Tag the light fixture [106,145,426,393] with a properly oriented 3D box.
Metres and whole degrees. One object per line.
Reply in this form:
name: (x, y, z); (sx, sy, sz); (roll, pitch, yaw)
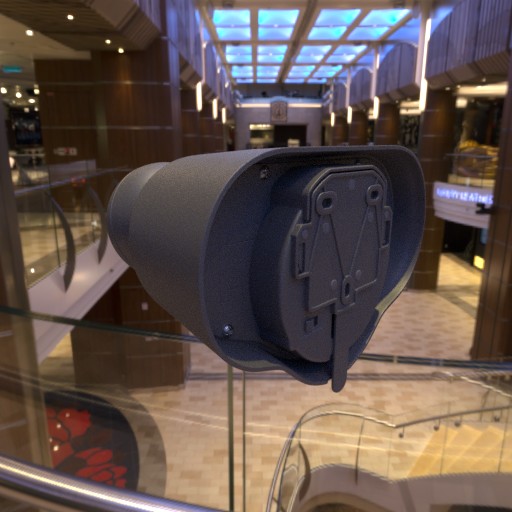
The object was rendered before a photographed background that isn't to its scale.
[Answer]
light fixture: (0.000, 0.000, 0.328); (0.159, 0.159, 0.229); (14, 20, 42)
